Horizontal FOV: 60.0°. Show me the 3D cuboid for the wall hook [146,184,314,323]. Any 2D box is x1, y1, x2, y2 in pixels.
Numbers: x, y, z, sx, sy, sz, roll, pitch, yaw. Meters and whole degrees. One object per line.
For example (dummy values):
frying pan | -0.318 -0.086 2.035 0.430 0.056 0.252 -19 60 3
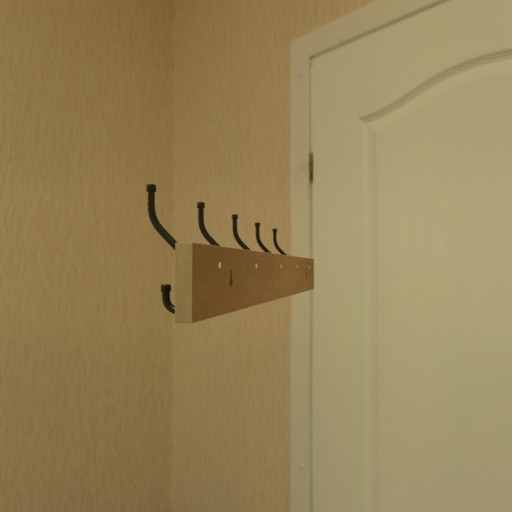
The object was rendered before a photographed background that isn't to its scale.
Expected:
wall hook | 0.000 0.000 0.611 0.071 0.117 0.571 0 -2 16
